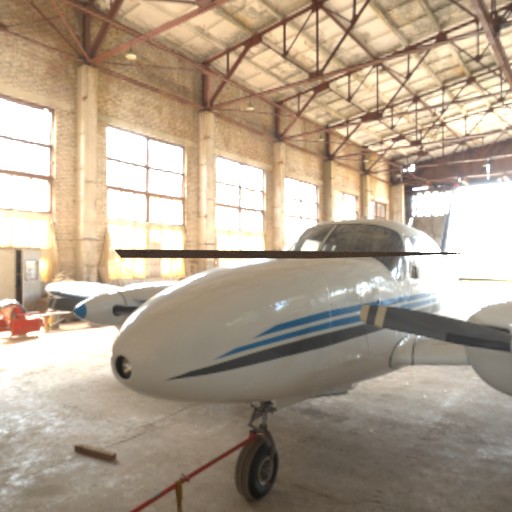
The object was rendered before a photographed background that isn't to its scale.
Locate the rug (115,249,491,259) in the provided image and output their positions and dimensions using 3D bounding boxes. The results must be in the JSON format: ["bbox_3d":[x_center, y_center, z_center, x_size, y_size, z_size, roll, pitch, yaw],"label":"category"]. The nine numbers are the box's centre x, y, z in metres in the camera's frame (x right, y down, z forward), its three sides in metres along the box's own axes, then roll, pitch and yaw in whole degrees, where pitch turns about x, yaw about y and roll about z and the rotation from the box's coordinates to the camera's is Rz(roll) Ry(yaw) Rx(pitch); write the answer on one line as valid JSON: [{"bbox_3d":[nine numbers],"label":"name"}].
[{"bbox_3d":[0.000,0.000,4.104,2.425,0.008,3.035,0,-1,-16],"label":"rug"}]
